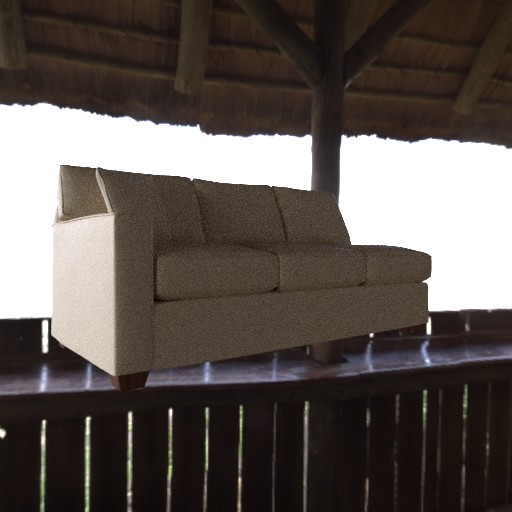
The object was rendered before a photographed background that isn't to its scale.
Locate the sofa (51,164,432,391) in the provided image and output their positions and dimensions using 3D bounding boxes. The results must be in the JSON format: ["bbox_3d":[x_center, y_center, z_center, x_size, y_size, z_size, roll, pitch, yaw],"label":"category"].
[{"bbox_3d":[0.000,0.000,2.509,1.962,0.946,1.034,-1,1,-37],"label":"sofa"}]
